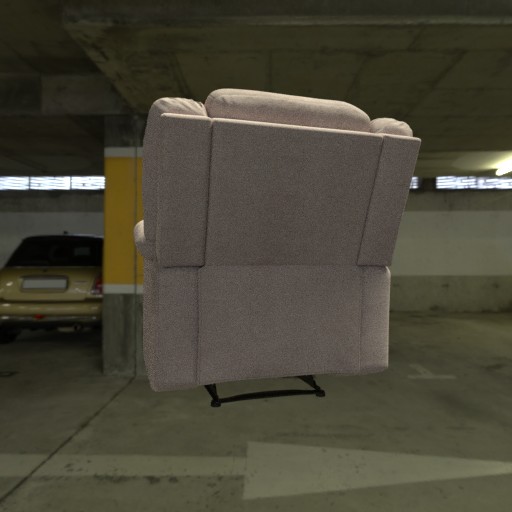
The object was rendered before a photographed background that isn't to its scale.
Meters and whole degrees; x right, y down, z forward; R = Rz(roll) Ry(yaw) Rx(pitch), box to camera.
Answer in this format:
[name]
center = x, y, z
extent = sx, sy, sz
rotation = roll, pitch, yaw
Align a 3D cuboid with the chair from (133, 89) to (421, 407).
[chair]
center = 0.000, 0.000, 1.703
extent = 0.899, 1.008, 0.944
rotation = 0, -1, -17
